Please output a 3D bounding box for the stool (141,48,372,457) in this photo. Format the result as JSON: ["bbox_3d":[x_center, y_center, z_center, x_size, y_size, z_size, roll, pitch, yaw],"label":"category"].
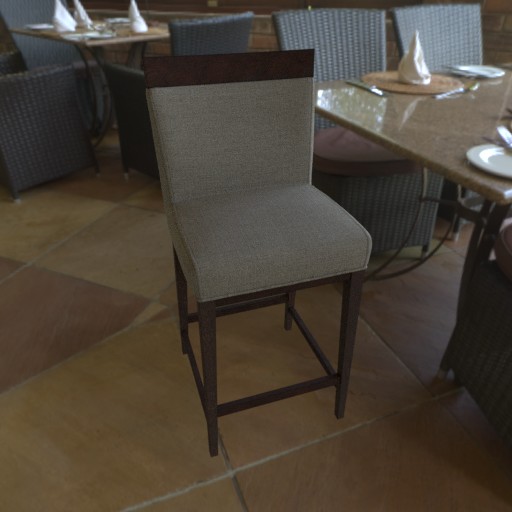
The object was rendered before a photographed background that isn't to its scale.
[{"bbox_3d":[0.000,0.000,1.389,0.511,1.117,0.531,-10,34,-16],"label":"stool"}]
